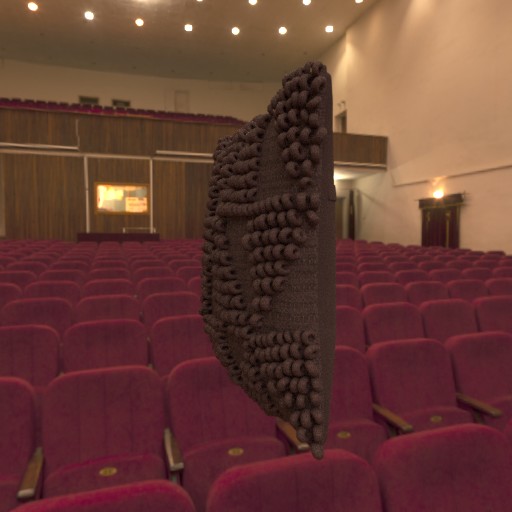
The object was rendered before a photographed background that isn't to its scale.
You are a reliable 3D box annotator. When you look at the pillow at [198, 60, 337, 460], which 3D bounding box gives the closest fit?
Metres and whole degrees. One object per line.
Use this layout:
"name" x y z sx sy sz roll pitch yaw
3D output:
"pillow" 0.000 0.000 0.723 0.172 0.467 0.470 -1 2 -18
